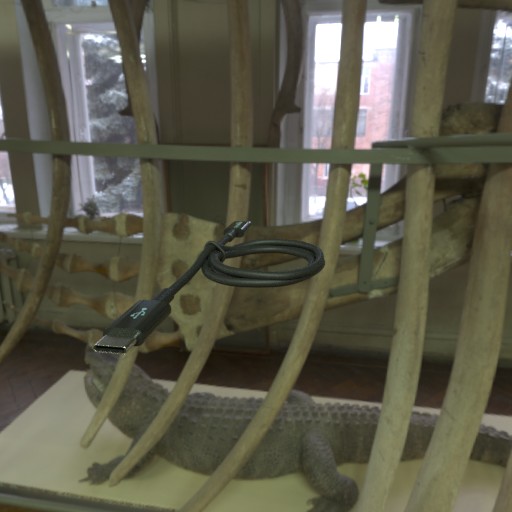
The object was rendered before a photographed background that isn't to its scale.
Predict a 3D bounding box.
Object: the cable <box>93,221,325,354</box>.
[{"bbox_3d":[0.000,0.000,0.226,0.070,0.014,0.203,3,16,9],"label":"cable"}]
